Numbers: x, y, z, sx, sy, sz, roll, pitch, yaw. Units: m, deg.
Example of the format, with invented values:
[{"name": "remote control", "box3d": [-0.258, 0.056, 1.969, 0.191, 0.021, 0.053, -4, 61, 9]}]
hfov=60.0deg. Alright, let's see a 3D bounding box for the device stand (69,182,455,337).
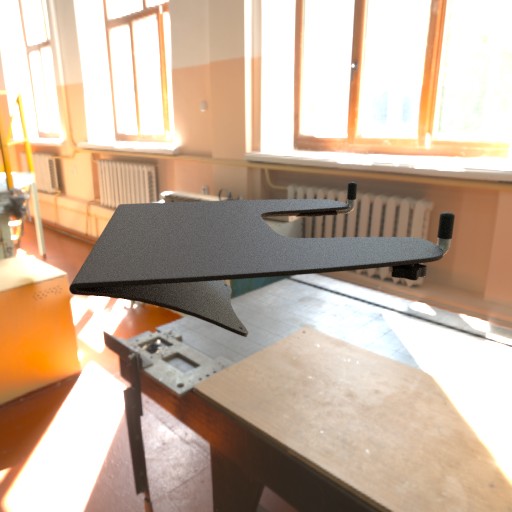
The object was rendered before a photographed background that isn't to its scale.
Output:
[{"name": "device stand", "box3d": [0.000, 0.000, 0.352, 0.230, 0.092, 0.230, -3, 17, -10]}]
